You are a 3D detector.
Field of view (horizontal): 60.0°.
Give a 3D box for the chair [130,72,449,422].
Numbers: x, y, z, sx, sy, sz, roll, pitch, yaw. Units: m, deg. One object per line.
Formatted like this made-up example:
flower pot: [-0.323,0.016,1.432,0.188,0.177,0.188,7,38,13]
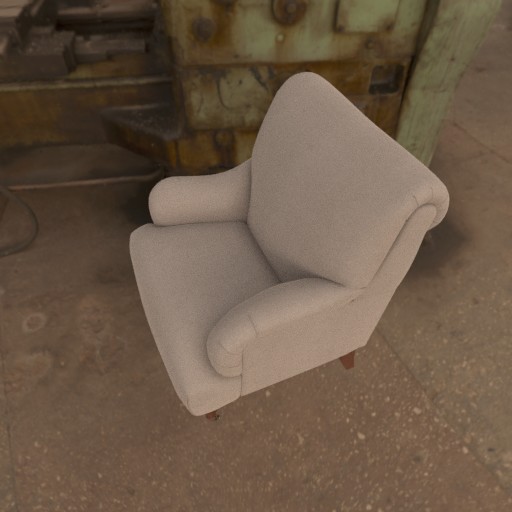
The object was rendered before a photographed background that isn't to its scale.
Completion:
chair: [0.000,0.000,1.575,0.842,0.942,0.766,-18,50,-16]
